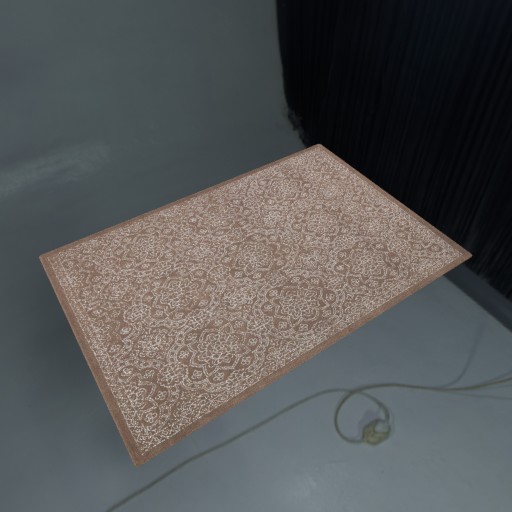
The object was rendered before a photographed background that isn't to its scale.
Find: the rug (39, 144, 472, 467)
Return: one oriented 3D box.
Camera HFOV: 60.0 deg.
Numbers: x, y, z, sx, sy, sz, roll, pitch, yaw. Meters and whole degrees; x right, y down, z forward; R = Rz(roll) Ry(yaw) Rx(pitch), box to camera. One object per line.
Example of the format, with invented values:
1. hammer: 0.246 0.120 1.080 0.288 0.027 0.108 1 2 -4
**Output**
1. rug: 0.000 0.000 2.804 2.286 0.011 1.524 -26 52 -22
